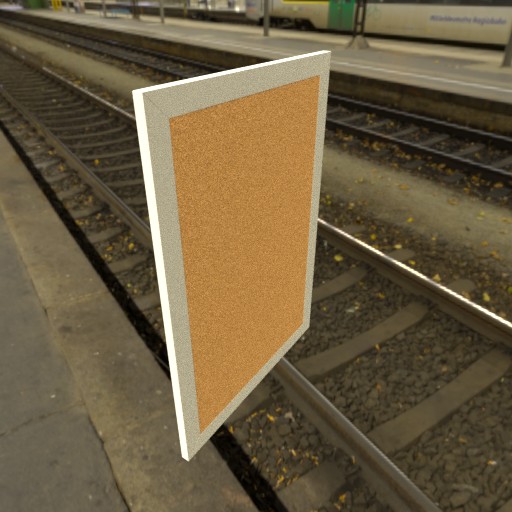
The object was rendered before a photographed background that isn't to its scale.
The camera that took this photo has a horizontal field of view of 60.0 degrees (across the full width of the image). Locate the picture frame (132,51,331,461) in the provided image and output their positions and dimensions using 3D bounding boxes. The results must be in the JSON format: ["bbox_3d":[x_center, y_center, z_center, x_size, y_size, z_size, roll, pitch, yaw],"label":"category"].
[{"bbox_3d":[0.000,0.000,0.577,0.011,0.459,0.326,19,36,29],"label":"picture frame"}]
